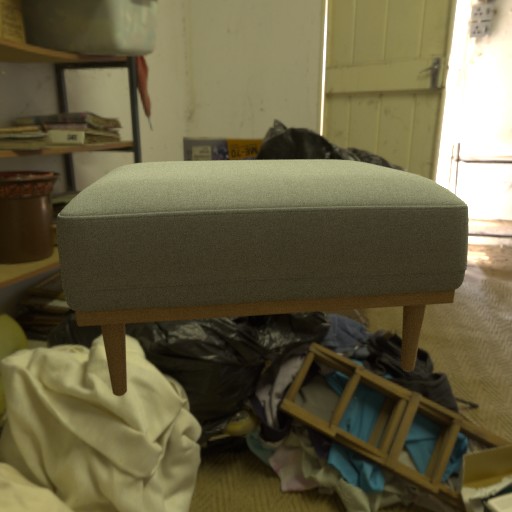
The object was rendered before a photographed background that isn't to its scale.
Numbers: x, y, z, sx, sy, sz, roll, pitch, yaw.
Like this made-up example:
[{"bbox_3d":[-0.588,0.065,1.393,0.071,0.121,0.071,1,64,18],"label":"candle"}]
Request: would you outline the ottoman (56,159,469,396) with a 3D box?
[{"bbox_3d":[0.000,0.000,1.046,0.749,0.428,0.549,-2,17,-8],"label":"ottoman"}]
